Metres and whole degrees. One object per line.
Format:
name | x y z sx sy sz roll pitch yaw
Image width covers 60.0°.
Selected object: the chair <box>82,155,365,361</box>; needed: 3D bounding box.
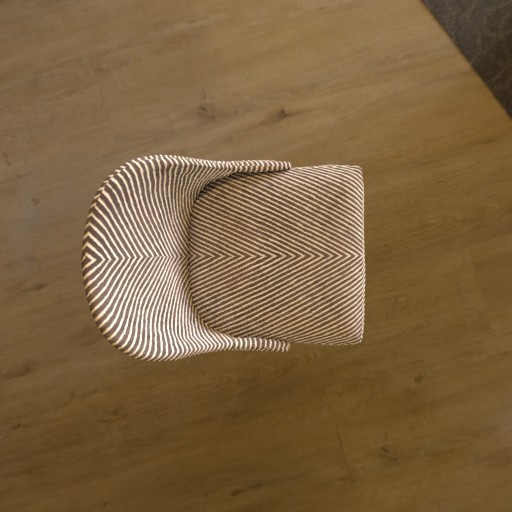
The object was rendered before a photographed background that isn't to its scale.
chair | 0.000 0.000 1.208 0.591 0.883 0.504 0 91 1
